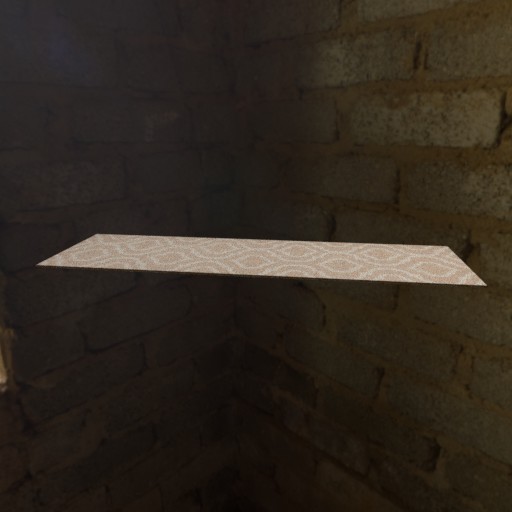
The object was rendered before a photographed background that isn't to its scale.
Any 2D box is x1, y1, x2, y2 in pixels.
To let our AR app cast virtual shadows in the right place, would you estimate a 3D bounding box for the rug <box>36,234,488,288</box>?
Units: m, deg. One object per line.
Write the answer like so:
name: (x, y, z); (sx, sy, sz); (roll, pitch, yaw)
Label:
rug: (0.000, 0.000, 2.550); (2.289, 0.013, 0.691); (2, 17, 7)
